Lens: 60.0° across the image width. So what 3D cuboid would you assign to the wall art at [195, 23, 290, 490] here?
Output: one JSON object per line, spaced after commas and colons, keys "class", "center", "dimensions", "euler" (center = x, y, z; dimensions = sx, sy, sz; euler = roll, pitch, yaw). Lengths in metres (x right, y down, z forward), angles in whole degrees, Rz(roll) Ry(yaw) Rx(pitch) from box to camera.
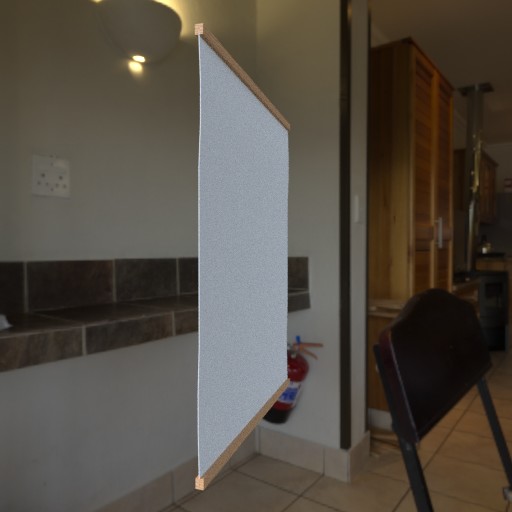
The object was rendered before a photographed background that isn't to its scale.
{"class": "wall art", "center": [0.000, 0.000, 0.675], "dimensions": [0.010, 0.507, 0.404], "euler": [0, 1, 18]}
